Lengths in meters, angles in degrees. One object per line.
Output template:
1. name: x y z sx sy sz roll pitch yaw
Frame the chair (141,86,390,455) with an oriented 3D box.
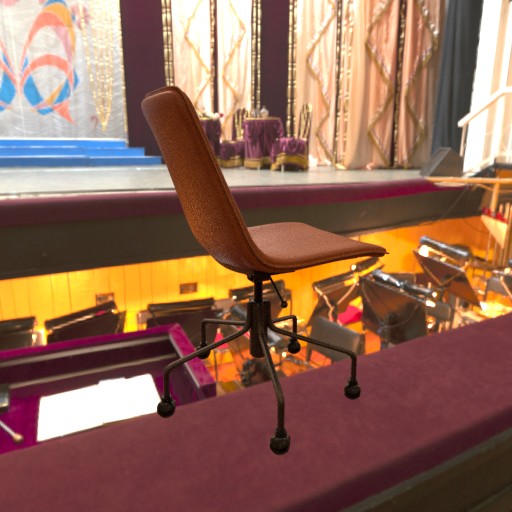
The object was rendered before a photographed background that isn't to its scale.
1. chair: 0.000 0.000 1.352 0.660 0.920 0.651 -7 16 -25
